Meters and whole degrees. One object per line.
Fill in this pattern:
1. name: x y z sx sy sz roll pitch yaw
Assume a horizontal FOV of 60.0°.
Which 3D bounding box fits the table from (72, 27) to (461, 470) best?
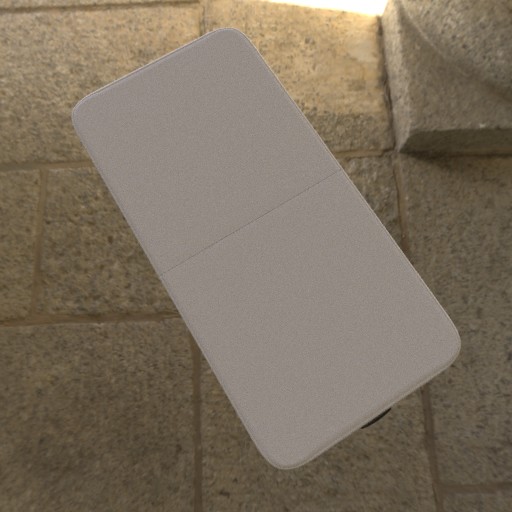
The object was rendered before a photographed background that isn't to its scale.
1. table: 0.000 0.000 1.606 0.611 0.737 1.245 -31 78 -7
